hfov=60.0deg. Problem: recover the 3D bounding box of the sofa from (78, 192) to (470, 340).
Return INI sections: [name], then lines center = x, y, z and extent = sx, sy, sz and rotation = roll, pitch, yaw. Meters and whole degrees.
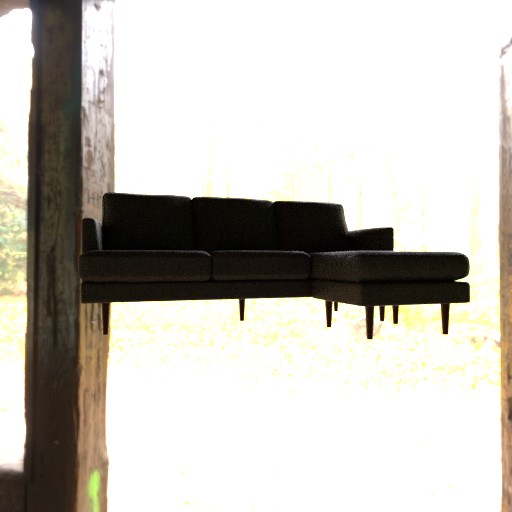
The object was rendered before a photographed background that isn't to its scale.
[sofa]
center = 0.000, 0.000, 3.007
extent = 2.233, 0.956, 1.504
rotation = 0, -1, -19
